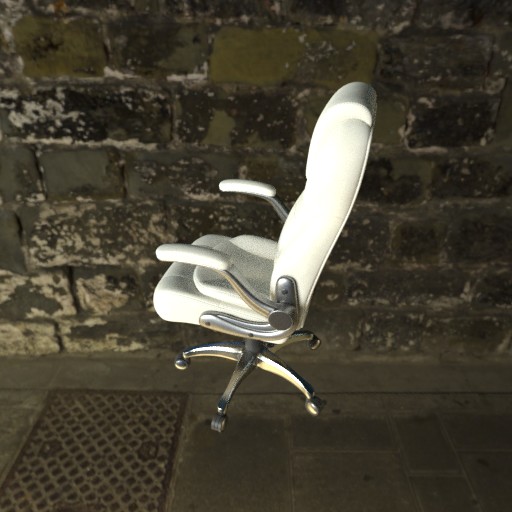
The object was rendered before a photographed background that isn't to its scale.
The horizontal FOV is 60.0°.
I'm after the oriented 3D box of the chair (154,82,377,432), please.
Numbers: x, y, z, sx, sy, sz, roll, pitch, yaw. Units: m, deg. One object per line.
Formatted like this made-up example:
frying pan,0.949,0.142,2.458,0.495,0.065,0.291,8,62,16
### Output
chair,0.000,0.000,1.825,0.806,1.330,0.755,8,31,13
